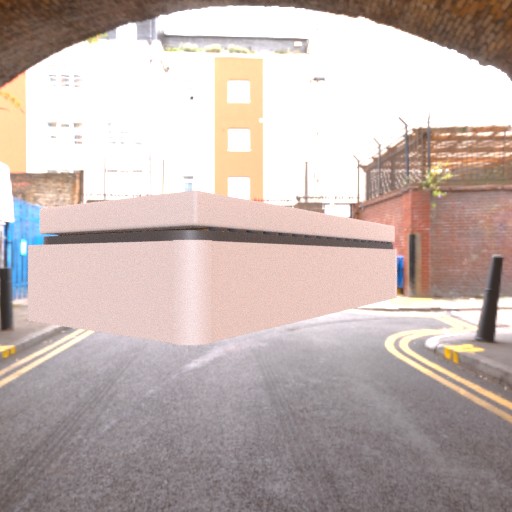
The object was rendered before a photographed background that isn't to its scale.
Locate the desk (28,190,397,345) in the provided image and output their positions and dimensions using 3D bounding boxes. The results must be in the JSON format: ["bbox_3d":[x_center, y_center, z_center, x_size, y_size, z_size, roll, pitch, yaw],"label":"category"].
[{"bbox_3d":[0.000,0.000,2.293,0.900,0.526,1.900,0,0,35],"label":"desk"}]
